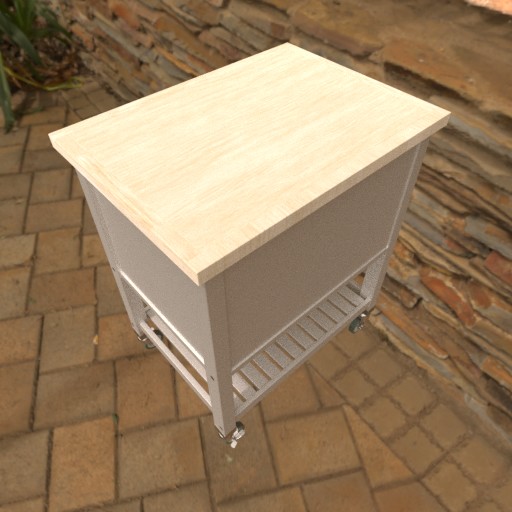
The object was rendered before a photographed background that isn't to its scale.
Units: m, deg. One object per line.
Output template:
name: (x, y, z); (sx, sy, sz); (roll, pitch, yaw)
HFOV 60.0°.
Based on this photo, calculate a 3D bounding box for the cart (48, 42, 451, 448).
cart: (0.000, 0.000, 1.369); (0.762, 0.914, 0.559); (-33, 55, -27)
